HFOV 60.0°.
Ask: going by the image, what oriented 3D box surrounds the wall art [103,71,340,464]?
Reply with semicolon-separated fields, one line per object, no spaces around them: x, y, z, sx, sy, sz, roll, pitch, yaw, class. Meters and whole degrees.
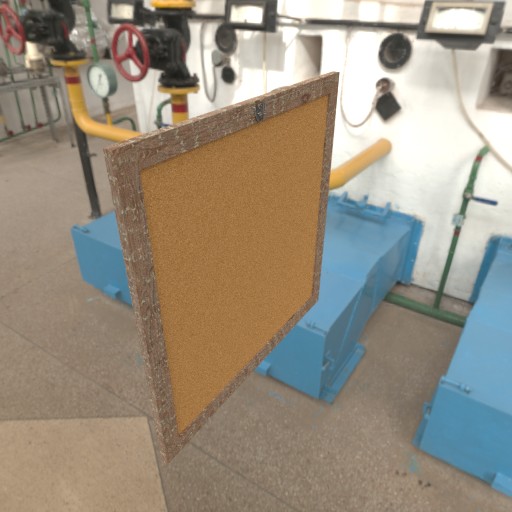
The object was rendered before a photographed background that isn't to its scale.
0.000;0.000;0.561;0.012;0.384;0.384;20;37;29;wall art
